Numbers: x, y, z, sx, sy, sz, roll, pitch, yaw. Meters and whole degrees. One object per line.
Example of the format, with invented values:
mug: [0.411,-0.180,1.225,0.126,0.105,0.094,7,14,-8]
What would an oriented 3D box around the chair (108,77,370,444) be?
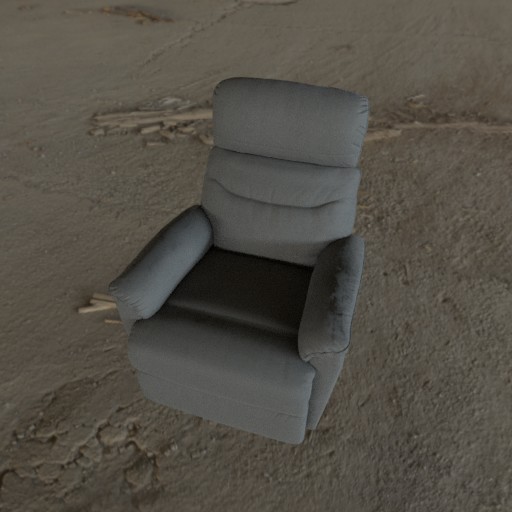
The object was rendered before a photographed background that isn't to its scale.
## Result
chair: [0.000,0.000,1.709,0.820,1.037,1.004,12,43,13]
